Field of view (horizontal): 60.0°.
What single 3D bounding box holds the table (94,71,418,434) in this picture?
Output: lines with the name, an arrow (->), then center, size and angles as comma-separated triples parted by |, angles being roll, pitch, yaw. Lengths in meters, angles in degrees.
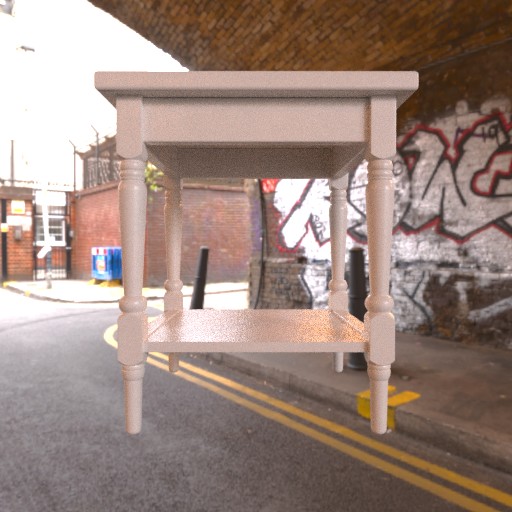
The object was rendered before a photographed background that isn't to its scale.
table -> 0.000, 0.000, 0.890 | 0.488, 0.565, 0.442 | 0, 1, 0
